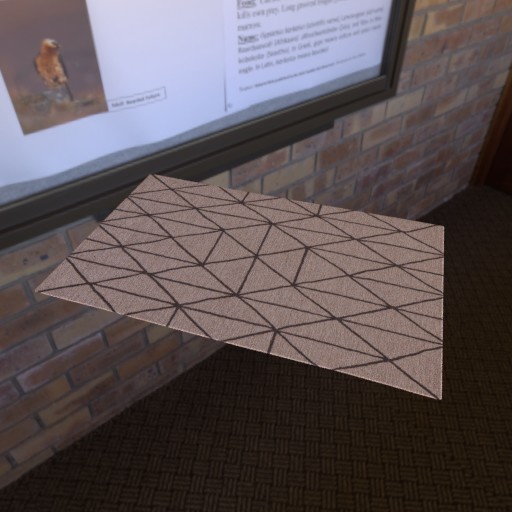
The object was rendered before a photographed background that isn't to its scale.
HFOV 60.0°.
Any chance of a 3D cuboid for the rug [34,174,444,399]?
[{"bbox_3d":[0.000,0.000,3.070,2.465,0.008,1.526,12,42,14],"label":"rug"}]
